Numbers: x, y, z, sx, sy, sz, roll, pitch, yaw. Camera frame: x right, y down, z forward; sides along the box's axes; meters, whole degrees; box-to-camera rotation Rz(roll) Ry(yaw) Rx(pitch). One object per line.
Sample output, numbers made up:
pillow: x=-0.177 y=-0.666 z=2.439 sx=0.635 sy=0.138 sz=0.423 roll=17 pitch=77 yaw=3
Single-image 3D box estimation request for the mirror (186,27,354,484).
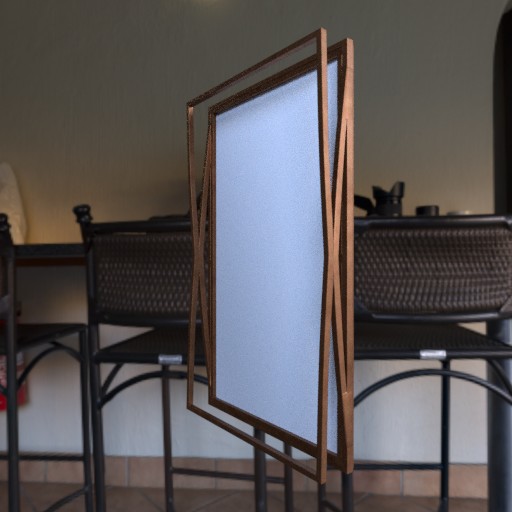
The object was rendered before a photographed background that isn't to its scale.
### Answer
mirror: x=0.000 y=0.000 z=0.950 sx=0.082 sy=0.768 sz=0.468 roll=0 pitch=0 yaw=-38
